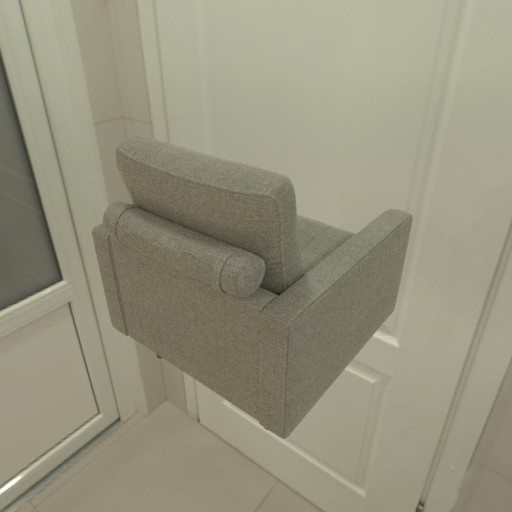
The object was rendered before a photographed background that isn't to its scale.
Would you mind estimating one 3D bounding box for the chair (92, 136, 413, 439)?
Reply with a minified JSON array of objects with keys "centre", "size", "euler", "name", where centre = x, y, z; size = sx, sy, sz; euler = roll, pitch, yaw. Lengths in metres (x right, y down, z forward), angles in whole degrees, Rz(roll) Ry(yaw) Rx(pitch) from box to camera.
[{"centre":[0.000,0.000,1.588],"size":[0.821,0.880,0.843],"euler":[22,38,32],"name":"chair"}]
